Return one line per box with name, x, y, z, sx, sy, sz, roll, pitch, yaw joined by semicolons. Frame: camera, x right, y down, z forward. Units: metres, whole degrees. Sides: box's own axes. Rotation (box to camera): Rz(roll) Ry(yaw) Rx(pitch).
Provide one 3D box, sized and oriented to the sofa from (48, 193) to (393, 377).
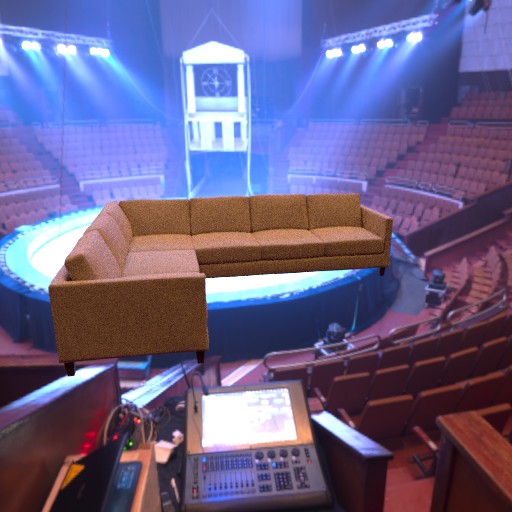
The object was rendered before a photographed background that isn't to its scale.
sofa;0.000;0.000;4.306;3.182;0.863;2.432;-3;17;-11
